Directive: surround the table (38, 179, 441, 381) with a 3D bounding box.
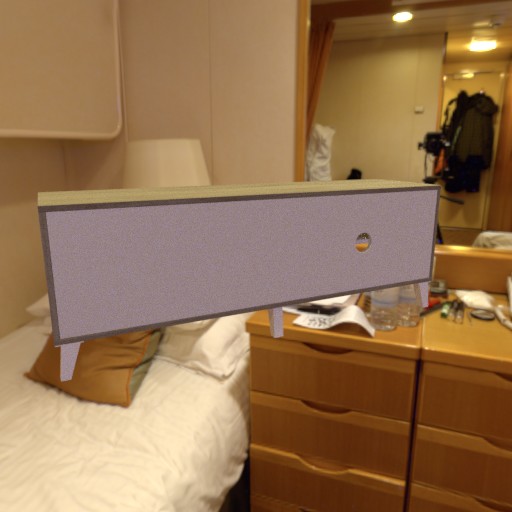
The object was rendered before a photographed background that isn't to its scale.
[{"bbox_3d":[0.000,0.000,1.752,1.500,0.530,0.400,-7,15,-25],"label":"table"}]
